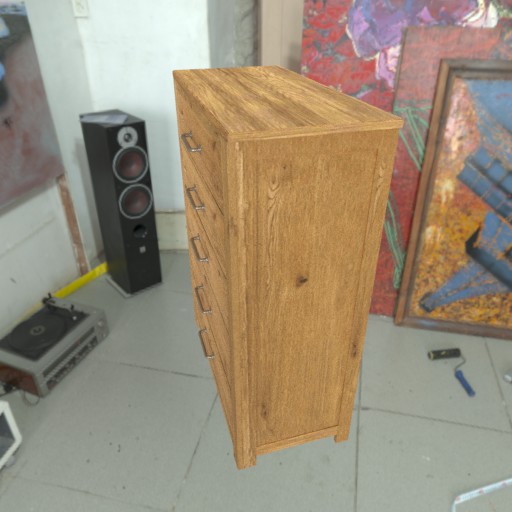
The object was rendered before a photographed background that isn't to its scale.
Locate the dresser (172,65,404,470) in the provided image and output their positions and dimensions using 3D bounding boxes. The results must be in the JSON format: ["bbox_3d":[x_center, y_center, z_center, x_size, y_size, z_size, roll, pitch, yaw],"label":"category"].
[{"bbox_3d":[0.000,0.000,1.997,0.558,1.431,1.081,-9,32,-14],"label":"dresser"}]
